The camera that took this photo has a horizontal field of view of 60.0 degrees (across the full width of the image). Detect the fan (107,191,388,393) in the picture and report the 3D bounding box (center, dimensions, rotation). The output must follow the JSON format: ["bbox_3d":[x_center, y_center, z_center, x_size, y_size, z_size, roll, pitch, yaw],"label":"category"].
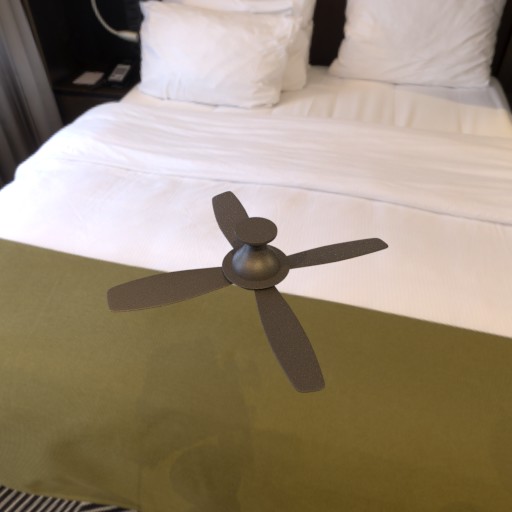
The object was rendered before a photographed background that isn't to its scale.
[{"bbox_3d":[0.000,0.000,2.532,1.694,0.382,1.694,-12,42,-13],"label":"fan"}]
